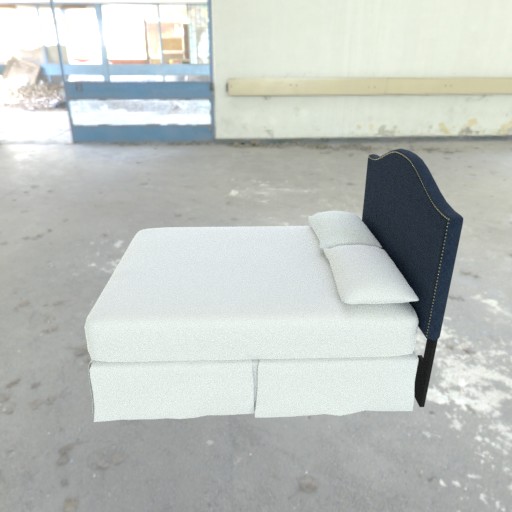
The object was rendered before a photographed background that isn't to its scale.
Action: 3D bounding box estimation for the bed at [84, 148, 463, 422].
[{"bbox_3d":[0.000,0.000,3.261,2.153,1.518,1.725,-1,24,-2],"label":"bed"}]
